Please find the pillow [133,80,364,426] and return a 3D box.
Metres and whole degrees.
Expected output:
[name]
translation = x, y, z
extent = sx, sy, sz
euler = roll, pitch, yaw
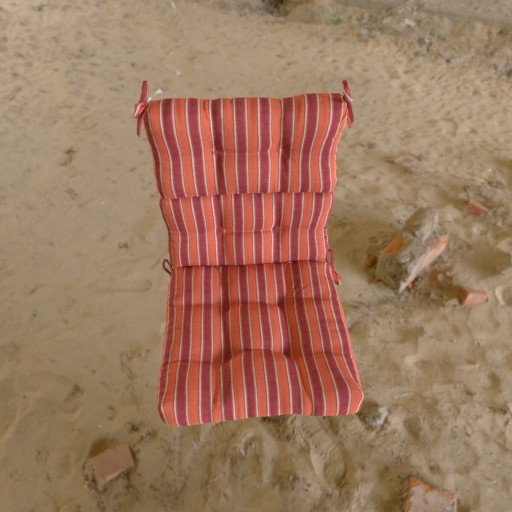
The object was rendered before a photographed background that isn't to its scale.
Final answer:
[pillow]
translation = 0.000, 0.000, 1.030
extent = 0.519, 0.605, 0.571
euler = -3, 47, -3
